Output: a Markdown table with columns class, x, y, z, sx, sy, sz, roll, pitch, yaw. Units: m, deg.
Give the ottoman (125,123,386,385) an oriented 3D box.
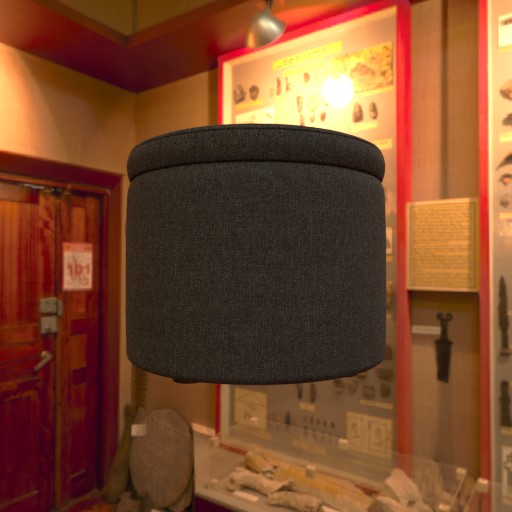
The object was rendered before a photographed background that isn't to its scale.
| class | x | y | z | sx | sy | sz | roll | pitch | yaw |
| --- | --- | --- | --- | --- | --- | --- | --- | --- | --- |
| ottoman | 0.000 | 0.000 | 0.922 | 0.520 | 0.430 | 0.520 | 0 | -1 | 0 |
